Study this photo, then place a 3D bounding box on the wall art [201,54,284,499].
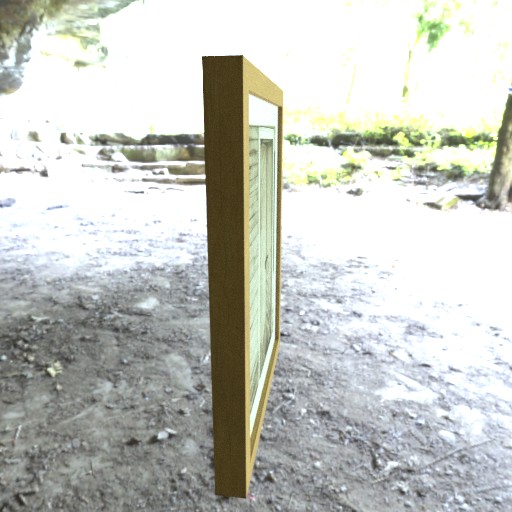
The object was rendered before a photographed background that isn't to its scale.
[{"bbox_3d":[0.000,0.000,0.510,0.030,0.380,0.312,2,16,8],"label":"wall art"}]
